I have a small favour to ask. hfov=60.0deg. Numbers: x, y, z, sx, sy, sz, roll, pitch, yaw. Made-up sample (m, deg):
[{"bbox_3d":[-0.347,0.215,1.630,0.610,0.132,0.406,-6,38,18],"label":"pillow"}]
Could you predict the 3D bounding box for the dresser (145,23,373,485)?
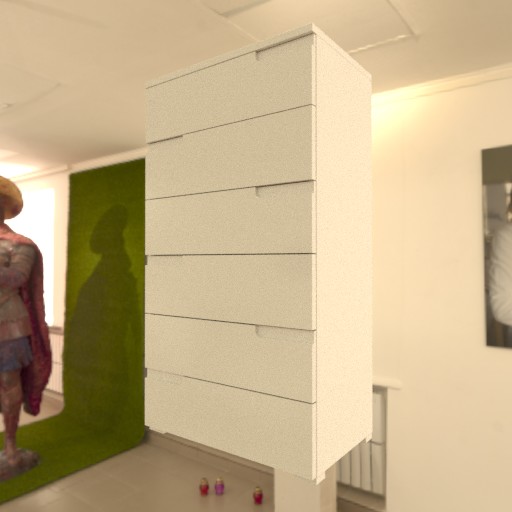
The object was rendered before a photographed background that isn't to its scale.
[{"bbox_3d":[0.000,0.000,1.482,0.650,1.190,0.400,0,-1,36],"label":"dresser"}]
